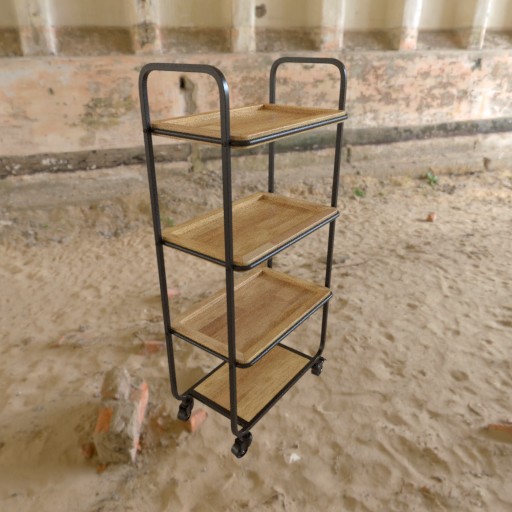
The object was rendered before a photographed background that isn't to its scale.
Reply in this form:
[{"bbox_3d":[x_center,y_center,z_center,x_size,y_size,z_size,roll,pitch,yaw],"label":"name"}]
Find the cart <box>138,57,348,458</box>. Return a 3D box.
[{"bbox_3d":[0.000,0.000,1.334,0.321,1.080,0.545,18,31,33],"label":"cart"}]
